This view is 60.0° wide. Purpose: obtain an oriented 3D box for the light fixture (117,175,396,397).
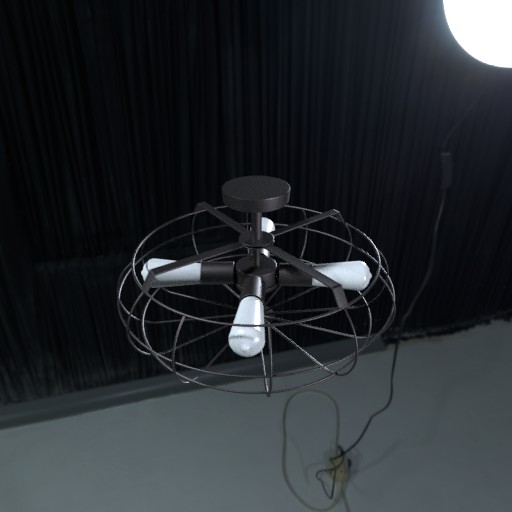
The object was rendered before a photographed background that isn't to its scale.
[{"bbox_3d":[0.000,0.000,0.933,0.582,0.311,0.582,0,30,0],"label":"light fixture"}]
